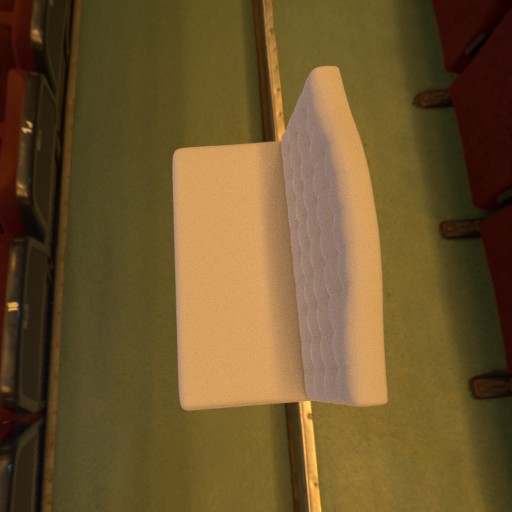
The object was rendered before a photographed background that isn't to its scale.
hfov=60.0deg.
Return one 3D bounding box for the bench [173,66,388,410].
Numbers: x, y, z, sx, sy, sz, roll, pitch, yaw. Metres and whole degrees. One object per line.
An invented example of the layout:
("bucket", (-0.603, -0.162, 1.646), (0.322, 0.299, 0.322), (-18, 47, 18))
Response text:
("bench", (0.000, 0.000, 2.058), (0.815, 1.180, 1.335), (-4, 75, -1))
